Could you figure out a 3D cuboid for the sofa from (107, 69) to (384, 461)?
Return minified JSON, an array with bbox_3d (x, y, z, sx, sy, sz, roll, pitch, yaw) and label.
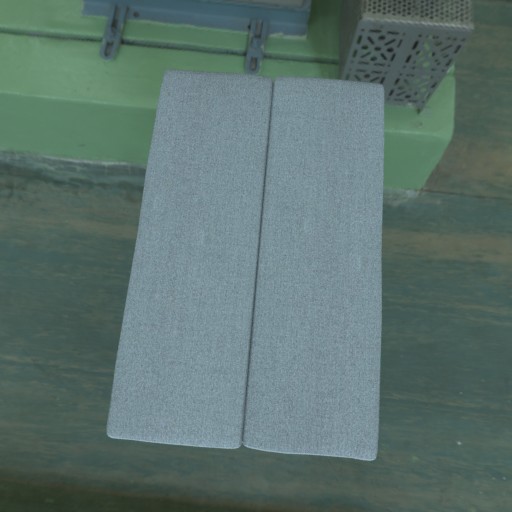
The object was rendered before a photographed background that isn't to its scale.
[{"bbox_3d":[0.000,0.000,1.596,0.817,0.434,1.250,5,76,1],"label":"sofa"}]
